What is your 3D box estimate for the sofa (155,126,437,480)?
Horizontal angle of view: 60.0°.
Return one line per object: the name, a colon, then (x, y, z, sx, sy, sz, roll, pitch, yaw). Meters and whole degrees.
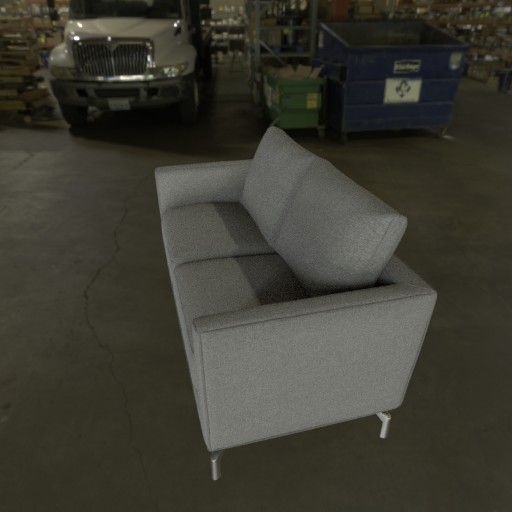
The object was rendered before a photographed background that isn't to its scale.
sofa: (0.000, 0.000, 2.109, 0.803, 0.924, 1.594, -7, 29, -13)
